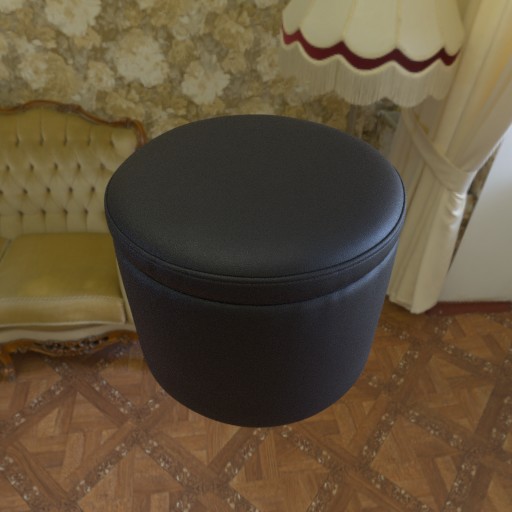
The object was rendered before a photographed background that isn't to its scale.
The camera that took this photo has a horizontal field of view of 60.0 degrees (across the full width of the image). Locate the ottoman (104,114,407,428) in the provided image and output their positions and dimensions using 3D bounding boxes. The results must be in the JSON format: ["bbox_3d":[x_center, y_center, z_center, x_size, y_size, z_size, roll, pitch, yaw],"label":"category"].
[{"bbox_3d":[0.000,0.000,0.858,0.501,0.409,0.501,0,40,0],"label":"ottoman"}]
